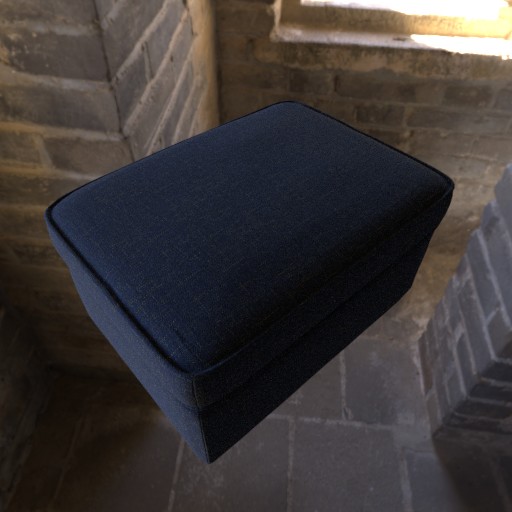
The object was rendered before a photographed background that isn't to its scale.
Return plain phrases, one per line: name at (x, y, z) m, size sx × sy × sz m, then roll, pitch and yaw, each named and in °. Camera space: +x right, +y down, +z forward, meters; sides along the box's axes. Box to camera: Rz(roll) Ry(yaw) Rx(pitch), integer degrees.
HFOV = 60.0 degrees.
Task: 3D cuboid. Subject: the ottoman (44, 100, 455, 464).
ottoman at (0.000, 0.000, 1.064) m, size 0.749 × 0.450 × 0.549 m, roll -33°, pitch 54°, yaw -27°
